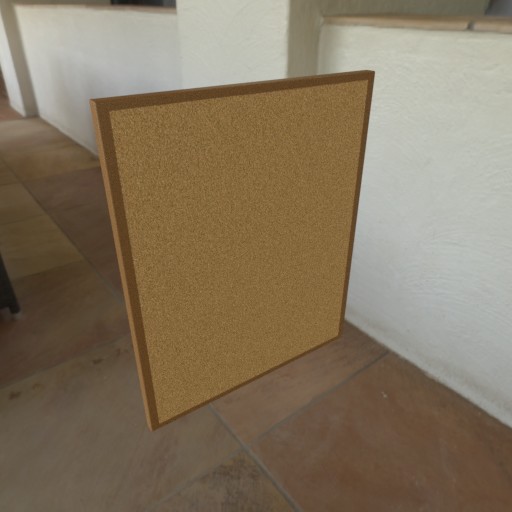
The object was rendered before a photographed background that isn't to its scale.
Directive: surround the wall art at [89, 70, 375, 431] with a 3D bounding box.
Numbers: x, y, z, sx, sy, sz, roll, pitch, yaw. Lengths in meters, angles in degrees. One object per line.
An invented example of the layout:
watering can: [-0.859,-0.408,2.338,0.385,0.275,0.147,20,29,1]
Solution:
wall art: [0.000,0.000,0.746,0.449,0.550,0.021,-19,35,-29]
